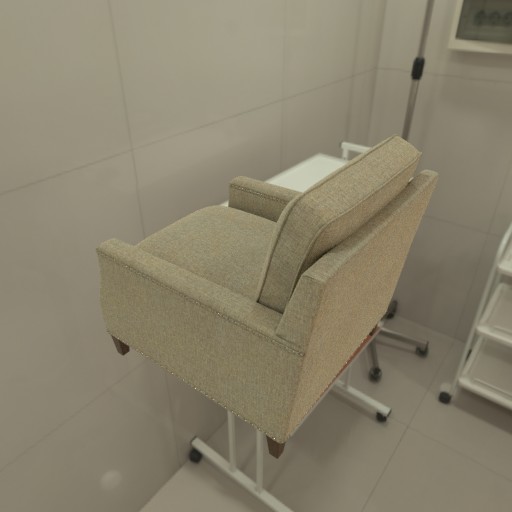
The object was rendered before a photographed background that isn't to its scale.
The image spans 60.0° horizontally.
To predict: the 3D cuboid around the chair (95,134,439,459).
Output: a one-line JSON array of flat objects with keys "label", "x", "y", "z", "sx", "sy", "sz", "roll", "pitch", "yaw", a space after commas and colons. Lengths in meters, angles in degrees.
[{"label": "chair", "x": 0.000, "y": 0.000, "z": 1.730, "sx": 1.014, "sy": 0.943, "sz": 0.853, "roll": 22, "pitch": 38, "yaw": 30}]
